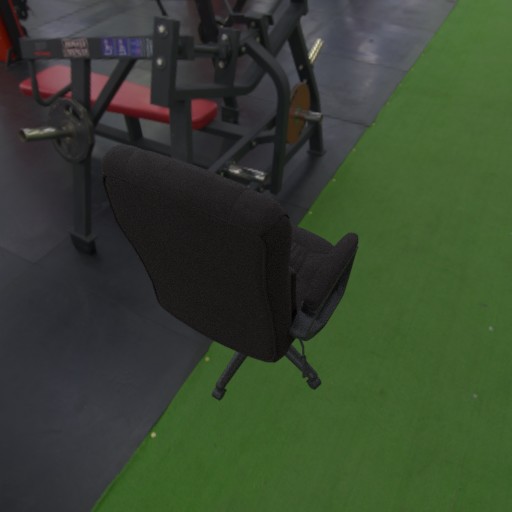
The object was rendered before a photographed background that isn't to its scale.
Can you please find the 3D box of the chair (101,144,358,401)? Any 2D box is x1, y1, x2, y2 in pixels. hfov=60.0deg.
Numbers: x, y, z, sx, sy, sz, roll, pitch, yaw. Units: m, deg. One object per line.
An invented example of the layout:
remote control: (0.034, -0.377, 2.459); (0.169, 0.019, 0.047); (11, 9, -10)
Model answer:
chair: (0.000, 0.000, 1.560); (0.667, 1.105, 0.724); (23, 50, 21)
